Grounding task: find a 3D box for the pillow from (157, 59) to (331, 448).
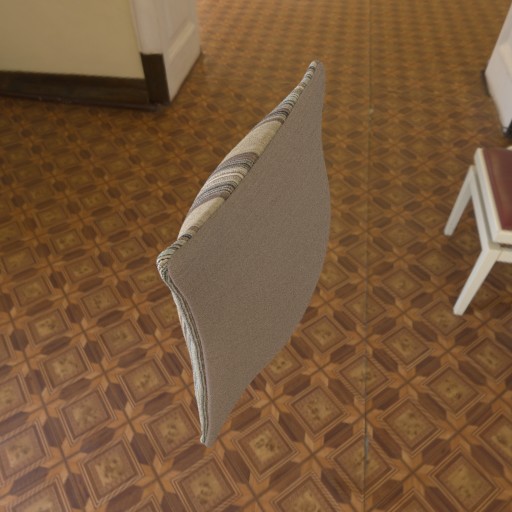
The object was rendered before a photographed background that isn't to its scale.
[{"bbox_3d":[0.000,0.000,0.654,0.189,0.416,0.435,17,50,16],"label":"pillow"}]
